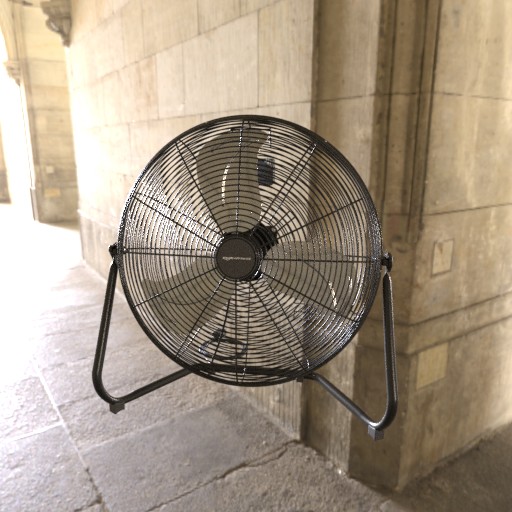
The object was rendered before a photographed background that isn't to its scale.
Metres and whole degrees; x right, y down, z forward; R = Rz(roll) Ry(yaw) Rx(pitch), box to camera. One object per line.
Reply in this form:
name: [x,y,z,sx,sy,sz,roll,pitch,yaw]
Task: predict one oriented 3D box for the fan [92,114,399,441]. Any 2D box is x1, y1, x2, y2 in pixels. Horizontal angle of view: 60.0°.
fan: [0.000,0.000,1.014,0.595,0.605,0.470,2,14,9]
